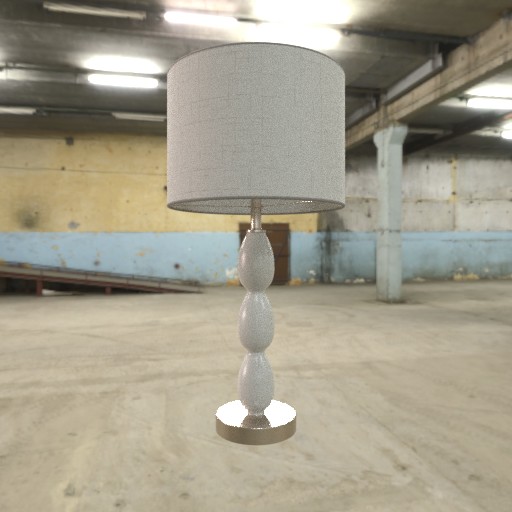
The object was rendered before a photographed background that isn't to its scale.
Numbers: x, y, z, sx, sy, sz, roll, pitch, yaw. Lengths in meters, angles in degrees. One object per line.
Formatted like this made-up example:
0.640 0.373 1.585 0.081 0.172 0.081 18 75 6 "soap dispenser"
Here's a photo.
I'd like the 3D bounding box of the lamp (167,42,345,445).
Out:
0.000 0.000 0.716 0.282 0.559 0.280 0 1 17 "lamp"
